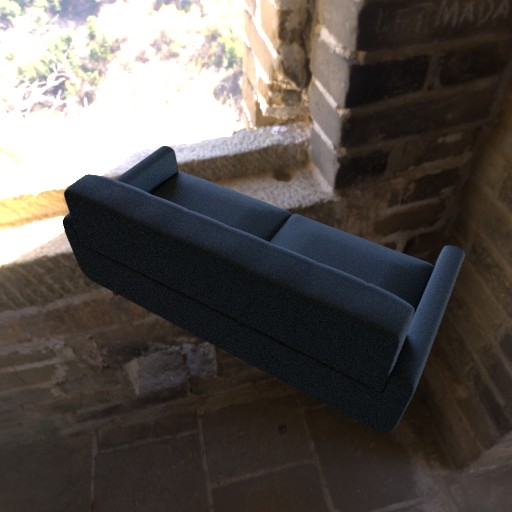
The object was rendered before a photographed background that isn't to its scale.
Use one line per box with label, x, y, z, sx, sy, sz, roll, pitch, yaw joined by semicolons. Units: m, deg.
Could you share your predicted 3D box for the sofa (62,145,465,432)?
sofa;0.000;0.000;2.548;2.055;0.884;0.942;23;50;21
